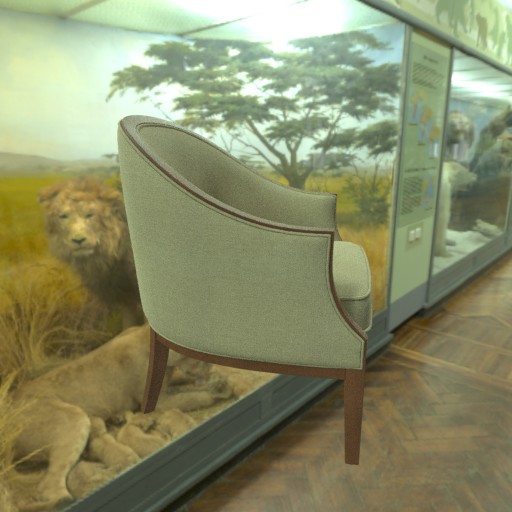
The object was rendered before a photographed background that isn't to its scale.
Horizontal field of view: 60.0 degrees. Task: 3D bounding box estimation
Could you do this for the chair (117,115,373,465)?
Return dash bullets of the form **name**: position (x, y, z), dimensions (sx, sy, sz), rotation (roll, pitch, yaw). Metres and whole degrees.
- **chair**: position (0.000, 0.000, 1.437), dimensions (0.735, 0.876, 0.803), rotation (3, 15, 10)
